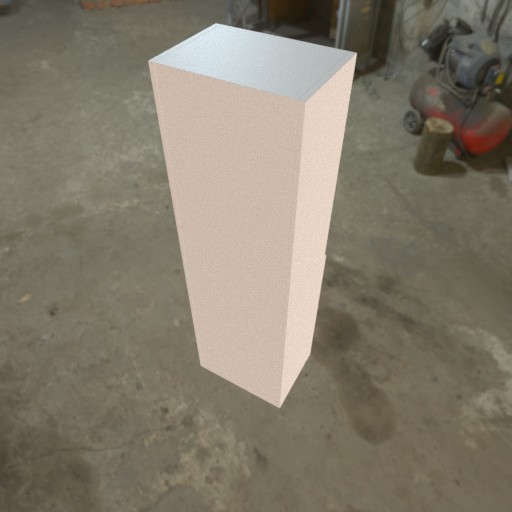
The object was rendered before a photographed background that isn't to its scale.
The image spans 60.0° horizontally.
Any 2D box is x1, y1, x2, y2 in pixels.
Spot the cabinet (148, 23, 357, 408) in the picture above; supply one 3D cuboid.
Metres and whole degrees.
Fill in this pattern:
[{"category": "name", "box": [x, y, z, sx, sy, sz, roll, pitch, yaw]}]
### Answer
[{"category": "cabinet", "box": [0.000, 0.000, 1.523, 0.400, 1.350, 0.300, 22, 50, 20]}]
